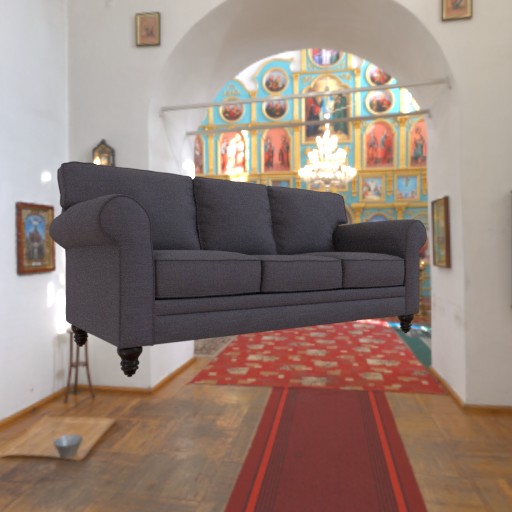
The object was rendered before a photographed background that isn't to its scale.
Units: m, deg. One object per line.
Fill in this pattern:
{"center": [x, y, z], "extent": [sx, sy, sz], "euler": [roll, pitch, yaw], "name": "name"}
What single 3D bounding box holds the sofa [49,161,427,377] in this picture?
{"center": [0.000, 0.000, 2.582], "extent": [2.084, 0.966, 0.909], "euler": [0, 0, -36], "name": "sofa"}
